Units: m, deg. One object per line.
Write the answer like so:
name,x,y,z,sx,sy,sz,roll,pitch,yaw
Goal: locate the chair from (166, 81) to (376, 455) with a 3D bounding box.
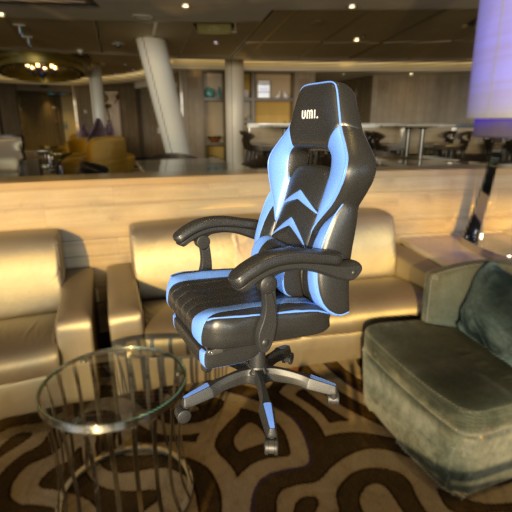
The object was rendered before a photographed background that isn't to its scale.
chair,0.000,0.000,1.718,0.700,1.280,0.700,-8,18,-25
